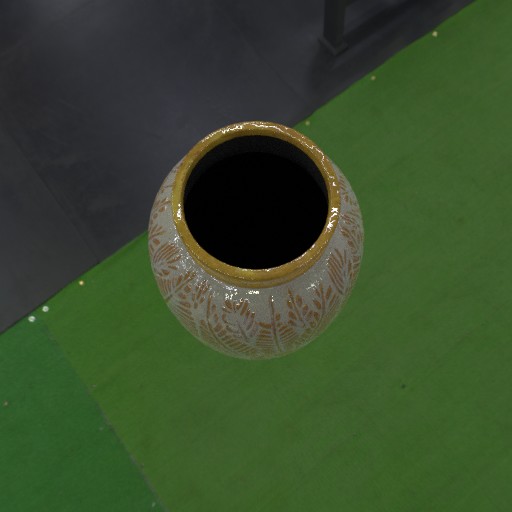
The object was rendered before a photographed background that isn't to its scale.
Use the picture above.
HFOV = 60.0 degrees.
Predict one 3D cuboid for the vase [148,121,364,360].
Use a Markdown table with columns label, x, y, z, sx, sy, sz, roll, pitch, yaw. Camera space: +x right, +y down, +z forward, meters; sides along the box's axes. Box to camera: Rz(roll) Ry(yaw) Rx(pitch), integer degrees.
| label | x | y | z | sx | sy | sz | roll | pitch | yaw |
| --- | --- | --- | --- | --- | --- | --- | --- | --- | --- |
| vase | 0.000 | 0.000 | 0.380 | 0.172 | 0.270 | 0.172 | 0 | 76 | 0 |
